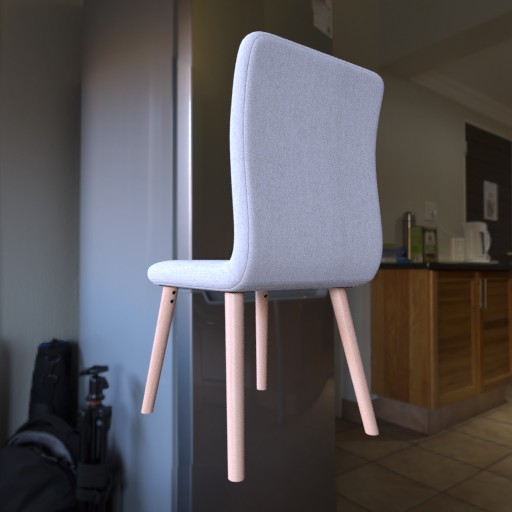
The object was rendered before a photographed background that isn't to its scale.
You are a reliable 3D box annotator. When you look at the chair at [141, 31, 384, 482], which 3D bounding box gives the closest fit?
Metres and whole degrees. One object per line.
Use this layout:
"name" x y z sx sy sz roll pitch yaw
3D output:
"chair" 0.000 0.000 1.176 0.435 0.885 0.550 1 -1 -35
